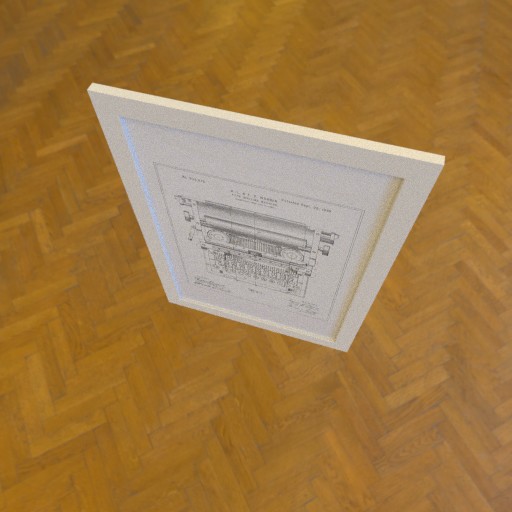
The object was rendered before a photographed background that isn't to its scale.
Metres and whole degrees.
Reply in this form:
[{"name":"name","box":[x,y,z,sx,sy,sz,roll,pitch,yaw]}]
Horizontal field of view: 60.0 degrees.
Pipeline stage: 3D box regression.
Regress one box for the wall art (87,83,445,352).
[{"name":"wall art","box":[0.000,0.000,0.684,0.381,0.533,0.013,14,60,9]}]
